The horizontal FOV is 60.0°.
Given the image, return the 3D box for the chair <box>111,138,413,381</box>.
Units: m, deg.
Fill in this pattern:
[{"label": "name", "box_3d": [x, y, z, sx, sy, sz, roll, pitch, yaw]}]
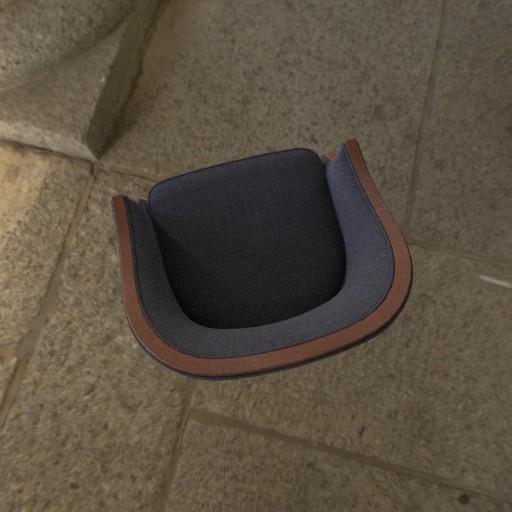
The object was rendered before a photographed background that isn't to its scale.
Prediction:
[{"label": "chair", "box_3d": [0.000, 0.000, 1.462, 0.803, 0.876, 0.735, -14, 77, -3]}]
